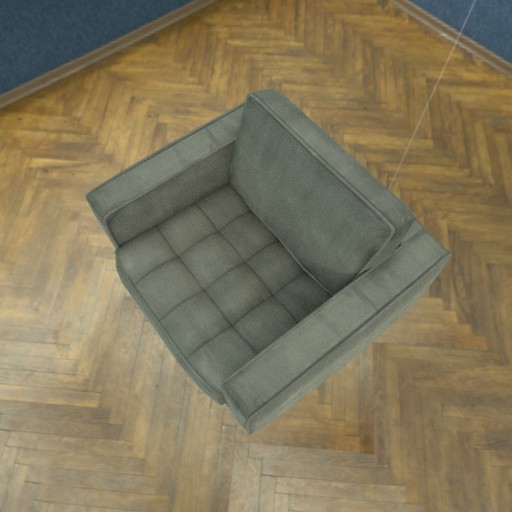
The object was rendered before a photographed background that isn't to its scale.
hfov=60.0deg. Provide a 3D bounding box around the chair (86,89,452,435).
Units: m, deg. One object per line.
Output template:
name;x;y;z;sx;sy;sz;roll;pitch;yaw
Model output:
chair;0.000;0.000;1.549;0.843;0.773;0.928;-35;68;-16
